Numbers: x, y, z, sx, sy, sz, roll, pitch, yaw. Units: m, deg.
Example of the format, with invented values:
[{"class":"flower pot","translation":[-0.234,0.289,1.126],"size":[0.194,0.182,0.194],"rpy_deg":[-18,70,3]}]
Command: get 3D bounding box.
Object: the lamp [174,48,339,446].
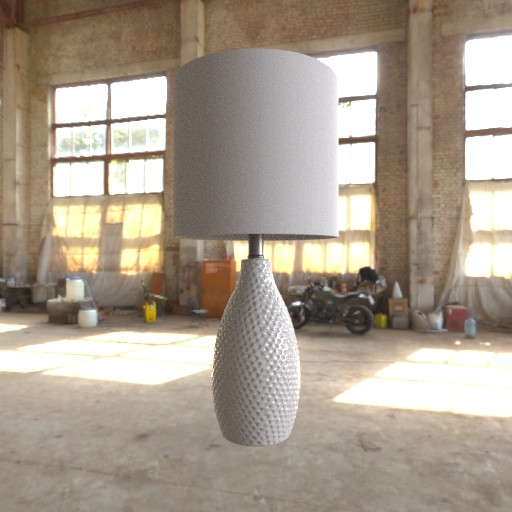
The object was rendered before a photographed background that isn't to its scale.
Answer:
[{"class":"lamp","translation":[0.000,0.000,0.587],"size":[0.214,0.466,0.214],"rpy_deg":[0,0,35]}]
